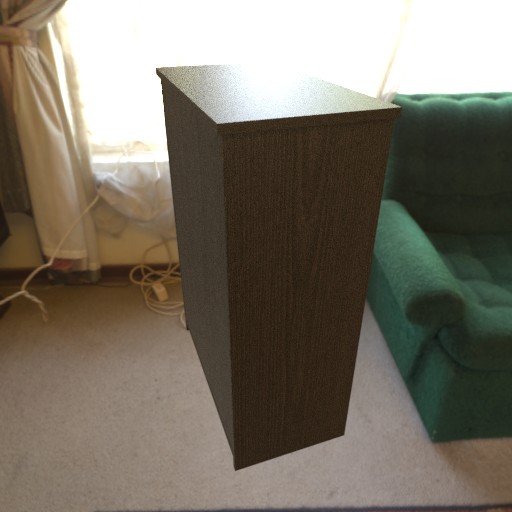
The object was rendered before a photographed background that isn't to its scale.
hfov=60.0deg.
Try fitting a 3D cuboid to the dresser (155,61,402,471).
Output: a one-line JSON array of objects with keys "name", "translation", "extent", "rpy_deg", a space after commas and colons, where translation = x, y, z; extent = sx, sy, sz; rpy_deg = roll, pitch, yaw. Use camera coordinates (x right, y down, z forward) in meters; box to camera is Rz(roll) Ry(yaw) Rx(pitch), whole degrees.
[{"name": "dresser", "translation": [0.000, 0.000, 1.383], "extent": [0.399, 1.020, 0.704], "rpy_deg": [-10, 33, -17]}]
